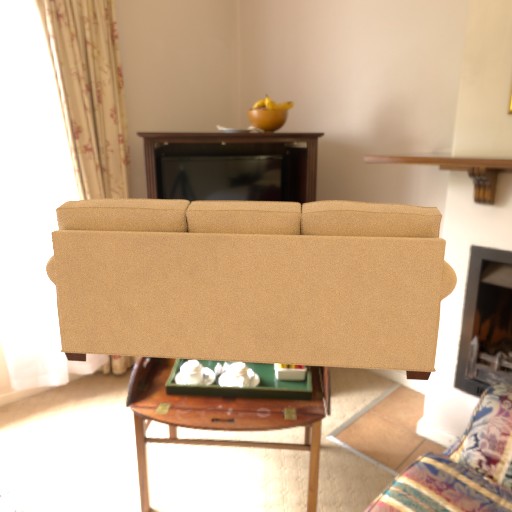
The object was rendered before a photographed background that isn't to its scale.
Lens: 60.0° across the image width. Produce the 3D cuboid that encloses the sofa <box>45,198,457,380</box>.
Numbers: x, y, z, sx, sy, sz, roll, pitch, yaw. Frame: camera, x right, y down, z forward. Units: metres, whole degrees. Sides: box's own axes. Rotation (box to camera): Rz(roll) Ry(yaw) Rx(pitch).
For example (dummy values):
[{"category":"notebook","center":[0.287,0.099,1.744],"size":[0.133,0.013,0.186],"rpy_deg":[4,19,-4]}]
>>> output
[{"category":"sofa","center":[0.000,0.000,2.425],"size":[1.770,0.734,1.226],"rpy_deg":[2,14,6]}]
